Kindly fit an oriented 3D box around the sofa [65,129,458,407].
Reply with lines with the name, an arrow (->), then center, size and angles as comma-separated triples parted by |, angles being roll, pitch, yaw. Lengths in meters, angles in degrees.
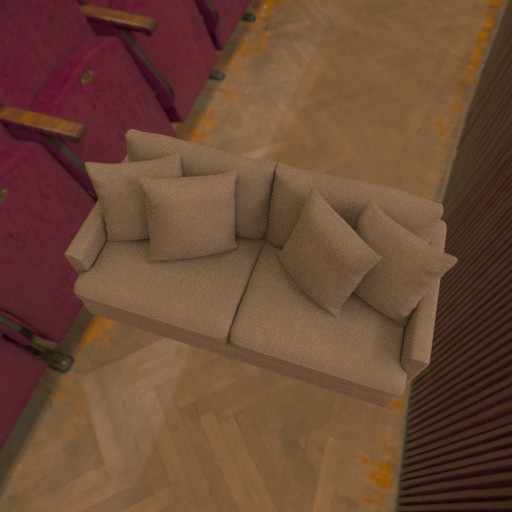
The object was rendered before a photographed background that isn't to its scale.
sofa -> 0.000, 0.000, 3.020 | 2.380, 1.084, 1.228 | 16, 61, 9
